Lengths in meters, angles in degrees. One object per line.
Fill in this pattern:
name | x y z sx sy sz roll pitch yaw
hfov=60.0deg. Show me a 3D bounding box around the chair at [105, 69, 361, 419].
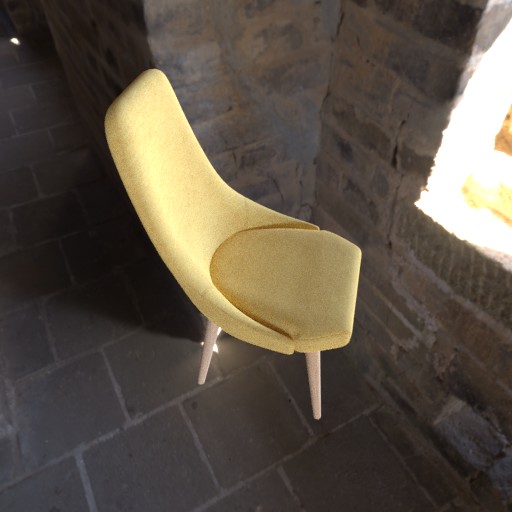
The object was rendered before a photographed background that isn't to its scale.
chair | 0.000 0.000 1.403 0.660 1.040 0.510 10 47 10
